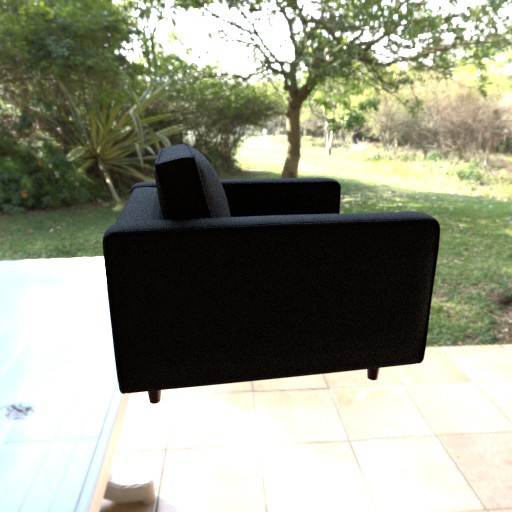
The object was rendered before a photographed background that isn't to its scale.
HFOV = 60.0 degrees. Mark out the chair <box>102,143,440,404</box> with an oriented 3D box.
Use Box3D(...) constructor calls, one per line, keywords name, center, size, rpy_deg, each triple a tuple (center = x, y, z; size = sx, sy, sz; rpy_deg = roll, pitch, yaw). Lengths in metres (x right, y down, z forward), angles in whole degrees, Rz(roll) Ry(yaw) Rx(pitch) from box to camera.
Box3D(name="chair", center=(0.000, 0.000, 1.605), size=(0.919, 0.770, 0.899), rpy_deg=(-3, 18, -10))
